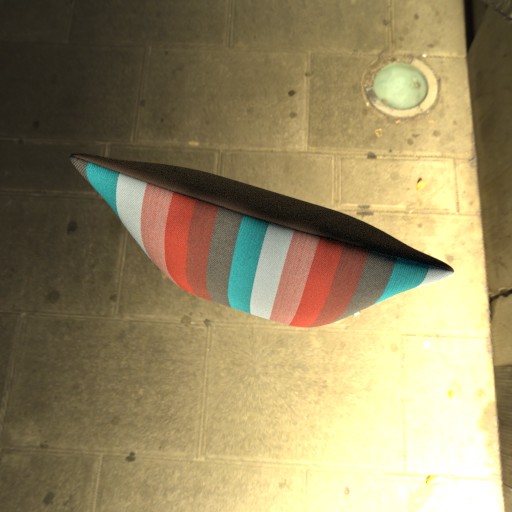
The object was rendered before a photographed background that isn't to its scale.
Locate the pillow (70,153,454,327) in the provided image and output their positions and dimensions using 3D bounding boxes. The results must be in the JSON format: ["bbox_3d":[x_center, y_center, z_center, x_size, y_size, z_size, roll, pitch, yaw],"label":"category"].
[{"bbox_3d":[0.000,0.000,0.710,0.453,0.443,0.168,17,77,4],"label":"pillow"}]
